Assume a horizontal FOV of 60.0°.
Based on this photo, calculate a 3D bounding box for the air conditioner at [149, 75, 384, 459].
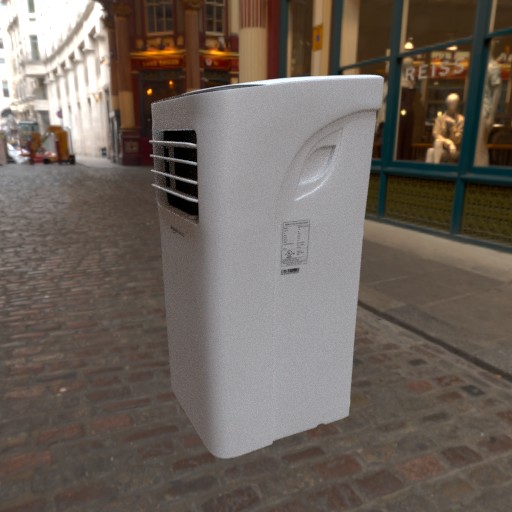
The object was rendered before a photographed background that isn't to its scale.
[{"bbox_3d":[0.000,0.000,0.941,0.369,0.716,0.352,-8,17,-26],"label":"air conditioner"}]
